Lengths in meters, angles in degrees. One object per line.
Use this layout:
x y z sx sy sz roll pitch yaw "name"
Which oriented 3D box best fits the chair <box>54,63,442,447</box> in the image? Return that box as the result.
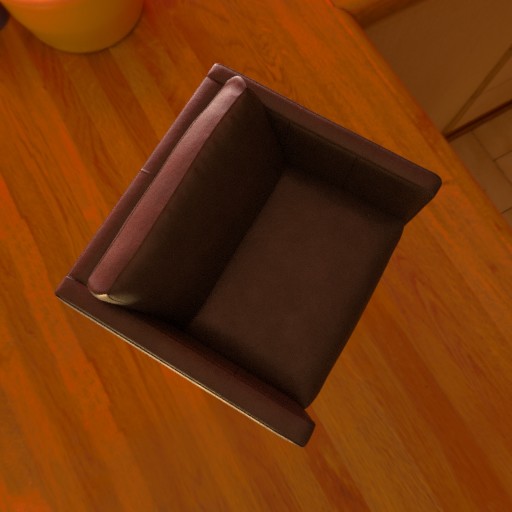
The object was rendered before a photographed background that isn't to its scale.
0.000 0.000 1.597 0.862 0.811 0.939 30 78 7 "chair"
